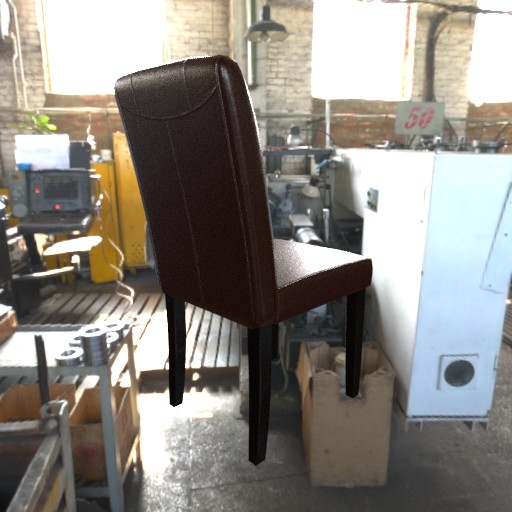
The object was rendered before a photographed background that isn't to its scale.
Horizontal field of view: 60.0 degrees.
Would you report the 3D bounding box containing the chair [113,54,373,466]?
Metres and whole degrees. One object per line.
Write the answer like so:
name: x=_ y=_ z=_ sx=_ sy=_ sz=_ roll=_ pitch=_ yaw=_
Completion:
chair: x=0.000 y=0.000 z=1.184 sx=0.556 sy=0.897 sz=0.399 roll=-14 pitch=19 yaw=-43
